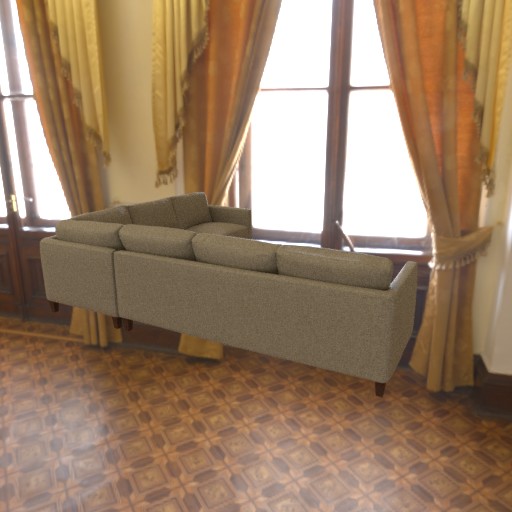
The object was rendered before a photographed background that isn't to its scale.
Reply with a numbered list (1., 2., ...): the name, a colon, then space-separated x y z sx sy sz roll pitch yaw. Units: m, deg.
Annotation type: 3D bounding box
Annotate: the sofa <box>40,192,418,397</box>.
1. sofa: 0.000 0.000 4.566 3.302 0.947 2.593 8 17 27
